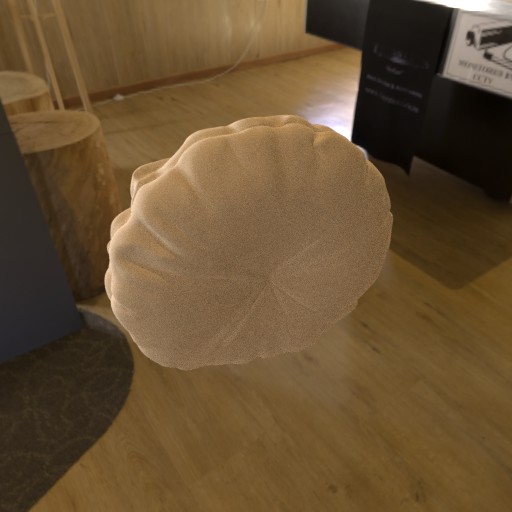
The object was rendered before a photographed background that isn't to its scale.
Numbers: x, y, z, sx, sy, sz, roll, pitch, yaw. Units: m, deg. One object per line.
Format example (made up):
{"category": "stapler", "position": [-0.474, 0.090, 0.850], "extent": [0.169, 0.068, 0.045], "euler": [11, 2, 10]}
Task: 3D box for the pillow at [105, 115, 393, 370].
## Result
{"category": "pillow", "position": [0.000, 0.000, 0.644], "extent": [0.428, 0.407, 0.148], "euler": [-12, 41, -15]}
